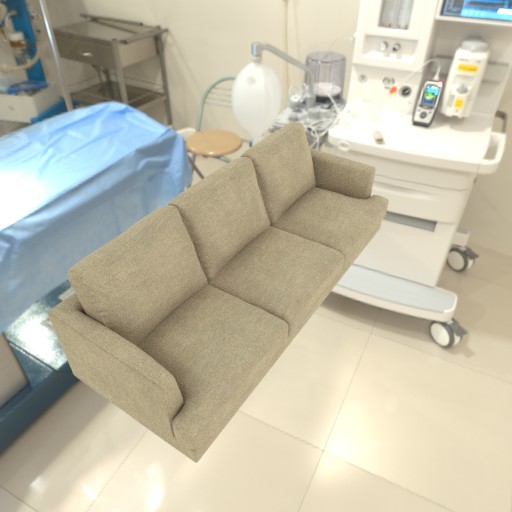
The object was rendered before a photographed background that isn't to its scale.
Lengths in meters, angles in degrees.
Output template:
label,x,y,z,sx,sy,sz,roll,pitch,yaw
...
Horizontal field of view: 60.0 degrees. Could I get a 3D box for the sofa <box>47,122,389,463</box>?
label,x,y,z,sx,sy,sz,roll,pitch,yaw
sofa,0.000,0.000,2.737,0.903,0.930,2.246,23,45,26
